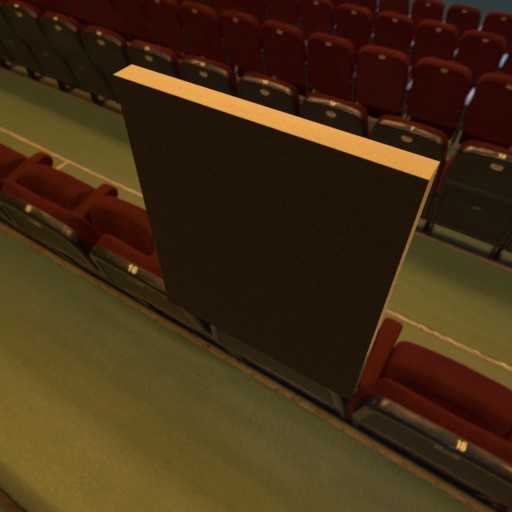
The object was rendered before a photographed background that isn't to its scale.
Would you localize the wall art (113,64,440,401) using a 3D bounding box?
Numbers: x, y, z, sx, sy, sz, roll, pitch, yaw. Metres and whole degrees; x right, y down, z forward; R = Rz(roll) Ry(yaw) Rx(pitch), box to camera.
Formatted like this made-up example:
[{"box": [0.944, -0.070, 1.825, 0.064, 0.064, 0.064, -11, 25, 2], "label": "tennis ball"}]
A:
[{"box": [0.000, 0.000, 0.723, 0.435, 0.511, 0.037, 25, 52, 21], "label": "wall art"}]
